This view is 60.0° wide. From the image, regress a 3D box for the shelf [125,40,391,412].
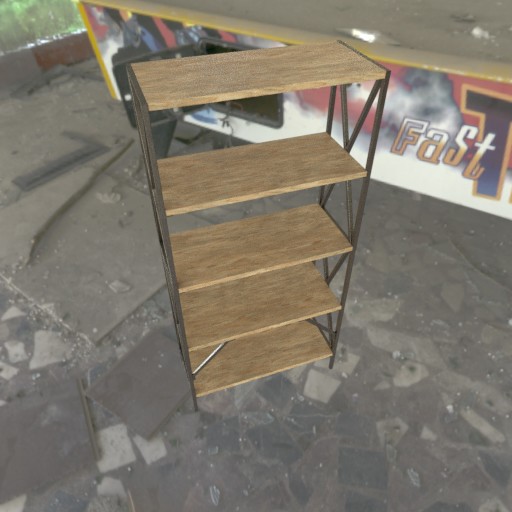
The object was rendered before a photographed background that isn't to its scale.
[{"bbox_3d":[0.000,0.000,2.184,0.874,1.803,0.386,-13,43,-14],"label":"shelf"}]
